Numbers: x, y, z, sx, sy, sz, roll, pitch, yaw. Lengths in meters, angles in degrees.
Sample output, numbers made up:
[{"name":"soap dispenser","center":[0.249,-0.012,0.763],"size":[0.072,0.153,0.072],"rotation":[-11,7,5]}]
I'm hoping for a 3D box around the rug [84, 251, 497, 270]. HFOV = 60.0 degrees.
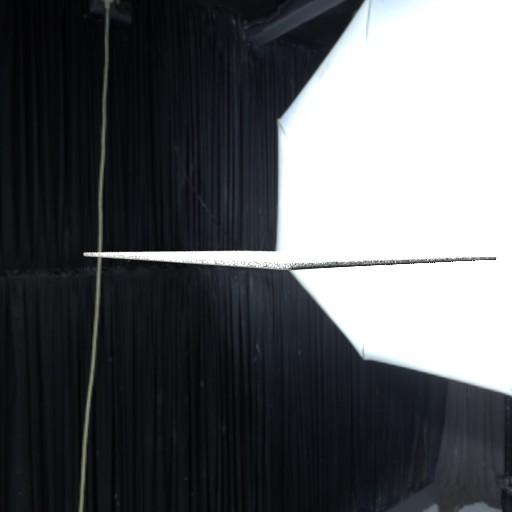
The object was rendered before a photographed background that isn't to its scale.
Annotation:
[{"name":"rug","center":[0.000,0.000,2.870],"size":[1.502,0.025,2.350],"rotation":[-1,2,-37]}]
